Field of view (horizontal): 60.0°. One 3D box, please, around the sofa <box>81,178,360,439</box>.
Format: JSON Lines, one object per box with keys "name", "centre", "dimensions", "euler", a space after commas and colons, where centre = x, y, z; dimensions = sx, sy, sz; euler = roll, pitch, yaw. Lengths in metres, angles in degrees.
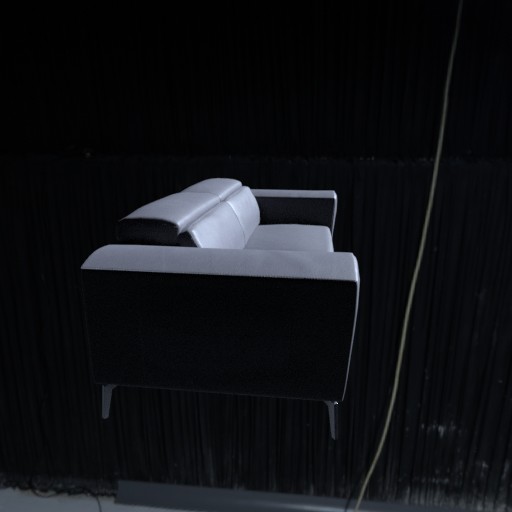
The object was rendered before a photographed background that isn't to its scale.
{"name": "sofa", "centre": [0.000, 0.000, 2.744], "dimensions": [1.048, 0.814, 2.330], "euler": [2, 16, 7]}
